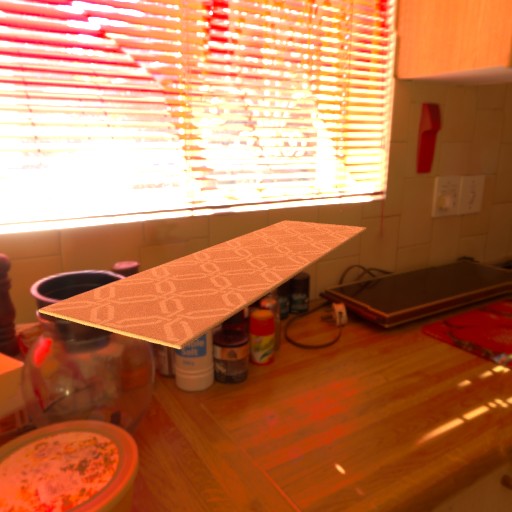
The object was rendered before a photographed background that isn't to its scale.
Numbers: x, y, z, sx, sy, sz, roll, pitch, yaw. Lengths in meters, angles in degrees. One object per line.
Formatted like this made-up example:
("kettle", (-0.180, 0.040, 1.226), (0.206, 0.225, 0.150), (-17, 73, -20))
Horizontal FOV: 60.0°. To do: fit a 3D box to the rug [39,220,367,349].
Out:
("rug", (0.000, 0.000, 2.513), (0.678, 0.014, 2.276), (8, 16, 27))
